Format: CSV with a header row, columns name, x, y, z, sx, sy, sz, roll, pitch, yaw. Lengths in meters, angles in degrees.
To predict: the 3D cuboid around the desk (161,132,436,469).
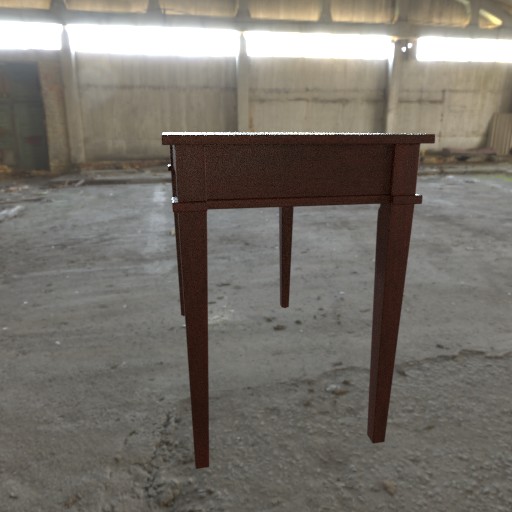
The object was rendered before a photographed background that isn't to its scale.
name,x,y,z,sx,sy,sz,roll,pitch,yaw
desk,0.000,0.000,1.427,0.549,0.762,1.001,-3,16,-11
